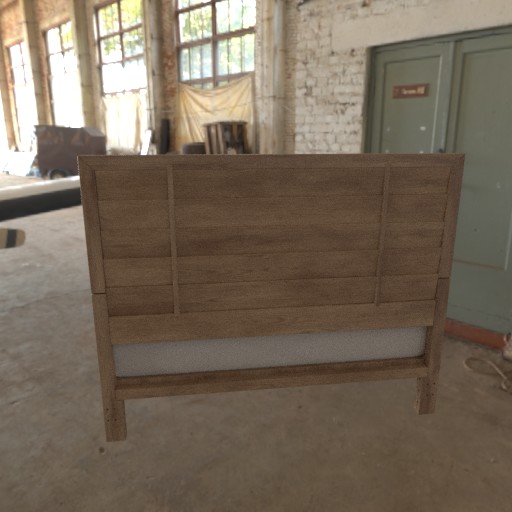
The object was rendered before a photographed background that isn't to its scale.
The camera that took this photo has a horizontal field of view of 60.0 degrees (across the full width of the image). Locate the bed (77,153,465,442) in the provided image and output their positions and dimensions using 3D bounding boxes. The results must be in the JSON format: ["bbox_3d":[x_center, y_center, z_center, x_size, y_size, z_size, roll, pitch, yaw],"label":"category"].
[{"bbox_3d":[0.000,0.000,3.464,2.032,1.626,2.032,-2,15,-8],"label":"bed"}]
